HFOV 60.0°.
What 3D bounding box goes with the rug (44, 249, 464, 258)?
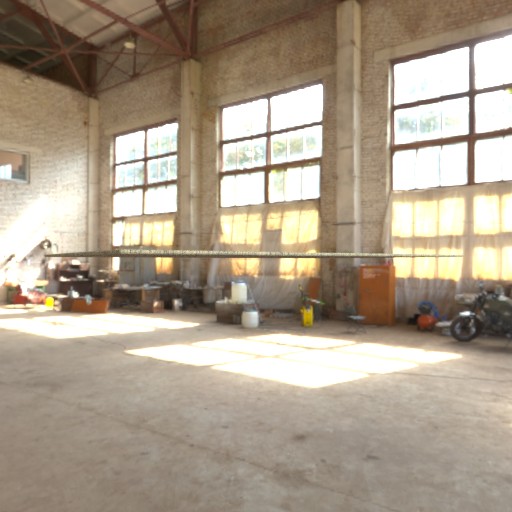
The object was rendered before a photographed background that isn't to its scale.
[{"bbox_3d":[0.000,0.000,2.333,1.846,0.014,1.243,0,-1,-35],"label":"rug"}]
